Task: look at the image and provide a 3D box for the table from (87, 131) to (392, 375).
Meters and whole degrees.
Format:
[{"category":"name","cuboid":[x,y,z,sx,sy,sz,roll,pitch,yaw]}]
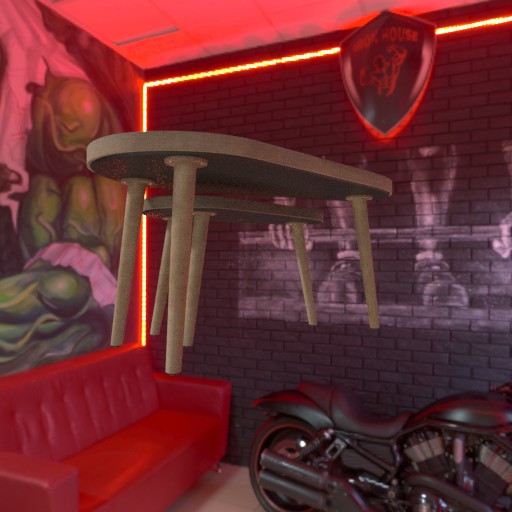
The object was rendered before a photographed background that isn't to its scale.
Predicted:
[{"category":"table","cuboid":[0.000,0.000,1.587,1.190,0.595,0.701,1,-1,-35]}]
